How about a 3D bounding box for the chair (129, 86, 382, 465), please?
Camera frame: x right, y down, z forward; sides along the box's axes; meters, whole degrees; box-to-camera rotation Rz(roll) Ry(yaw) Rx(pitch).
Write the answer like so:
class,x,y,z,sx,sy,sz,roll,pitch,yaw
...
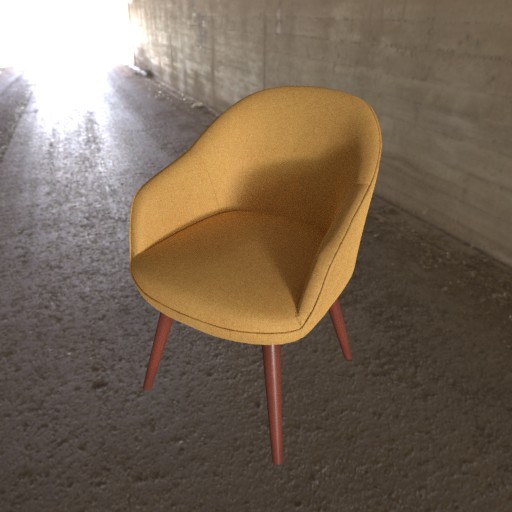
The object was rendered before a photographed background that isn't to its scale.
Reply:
class,x,y,z,sx,sy,sz,roll,pitch,yaw
chair,0.000,0.000,1.242,0.596,0.823,0.635,17,33,28
